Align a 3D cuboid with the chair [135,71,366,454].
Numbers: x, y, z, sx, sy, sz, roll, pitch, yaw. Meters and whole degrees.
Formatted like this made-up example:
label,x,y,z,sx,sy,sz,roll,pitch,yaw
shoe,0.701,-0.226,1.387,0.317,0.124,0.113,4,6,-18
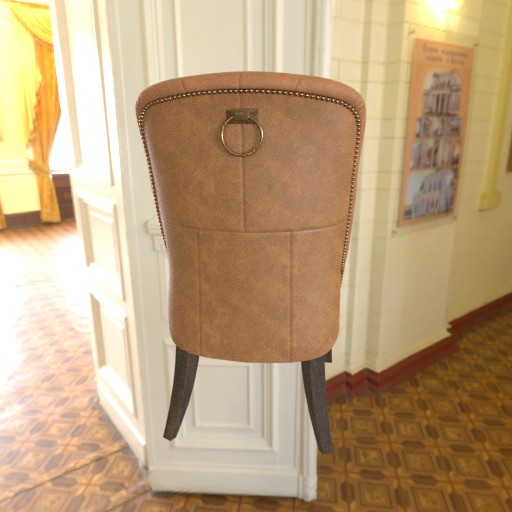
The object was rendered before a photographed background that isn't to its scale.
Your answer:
label,x,y,z,sx,sy,sz,roll,pitch,yaw
chair,0.000,0.000,1.486,0.634,1.091,0.629,2,17,7
